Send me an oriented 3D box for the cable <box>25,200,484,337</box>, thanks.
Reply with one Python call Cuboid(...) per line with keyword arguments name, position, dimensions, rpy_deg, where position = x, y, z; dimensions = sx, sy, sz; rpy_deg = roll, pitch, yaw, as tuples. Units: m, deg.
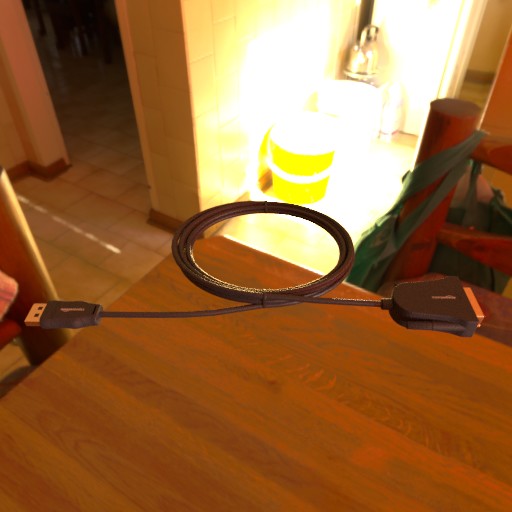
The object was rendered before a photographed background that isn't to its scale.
Cuboid(name="cable", position=(0.000, 0.000, 0.321), dimensions=(0.281, 0.015, 0.136), rpy_deg=(1, 41, 1))
